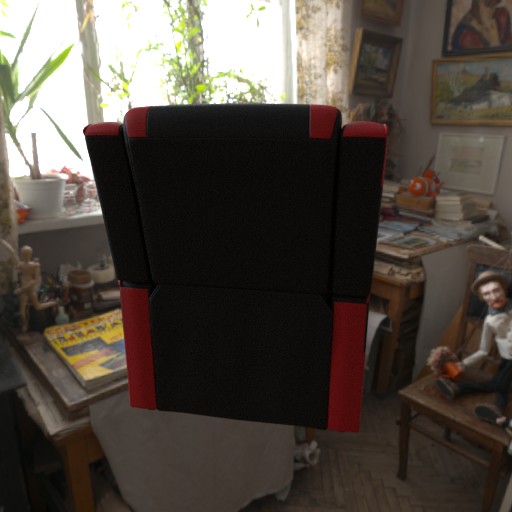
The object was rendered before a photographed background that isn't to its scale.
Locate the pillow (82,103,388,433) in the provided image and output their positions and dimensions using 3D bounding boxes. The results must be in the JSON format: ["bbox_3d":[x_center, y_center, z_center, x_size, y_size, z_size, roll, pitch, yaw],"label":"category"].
[{"bbox_3d":[0.000,0.000,1.269,0.620,0.805,0.672,3,17,10],"label":"pillow"}]
